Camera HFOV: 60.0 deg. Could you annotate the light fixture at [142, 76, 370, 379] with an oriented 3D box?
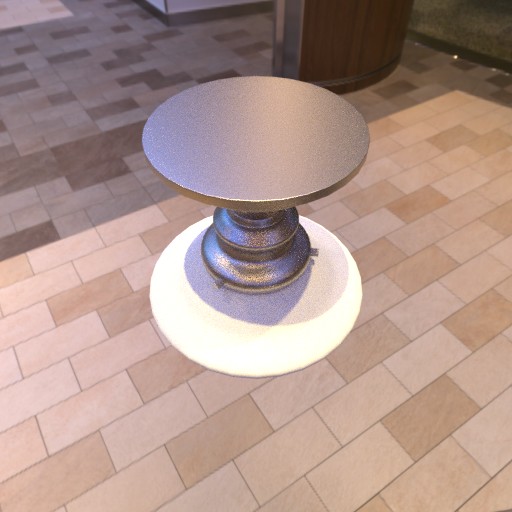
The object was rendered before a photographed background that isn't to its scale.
[{"bbox_3d":[0.000,0.000,0.391,0.199,0.254,0.199,0,47,0],"label":"light fixture"}]
